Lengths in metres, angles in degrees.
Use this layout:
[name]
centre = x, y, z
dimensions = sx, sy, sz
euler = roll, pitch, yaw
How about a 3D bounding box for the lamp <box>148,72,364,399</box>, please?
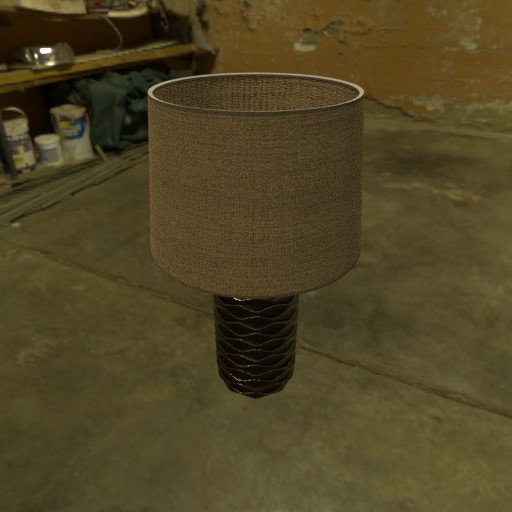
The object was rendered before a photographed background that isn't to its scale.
[lamp]
centre = 0.000, 0.000, 0.827
dimensions = 0.376, 0.594, 0.376
euler = 0, 30, 0
